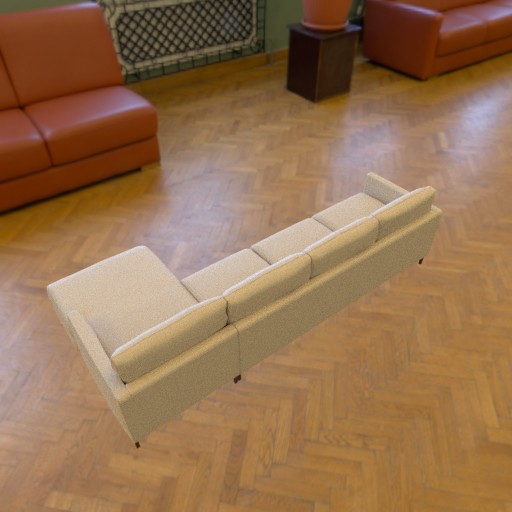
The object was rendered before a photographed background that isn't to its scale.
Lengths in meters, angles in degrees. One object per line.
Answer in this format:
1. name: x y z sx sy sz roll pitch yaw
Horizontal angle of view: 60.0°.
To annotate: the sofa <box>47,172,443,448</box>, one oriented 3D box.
1. sofa: 0.000 0.000 3.294 2.731 0.755 1.258 -27 48 -27
